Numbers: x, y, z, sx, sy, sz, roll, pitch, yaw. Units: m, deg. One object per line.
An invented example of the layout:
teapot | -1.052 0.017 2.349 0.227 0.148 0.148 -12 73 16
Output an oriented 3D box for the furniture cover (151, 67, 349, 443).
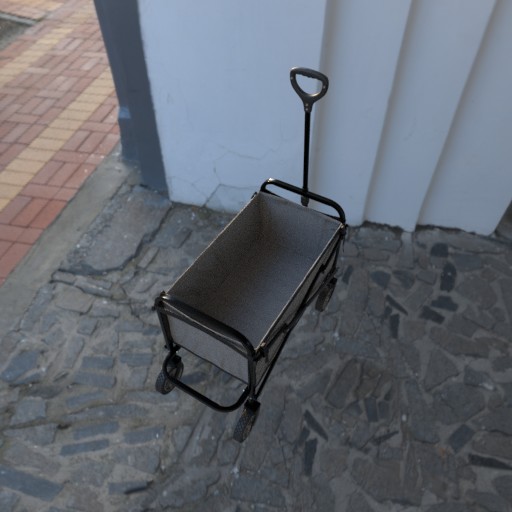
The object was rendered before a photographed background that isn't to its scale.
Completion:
furniture cover | 0.000 0.000 1.856 0.532 1.295 1.038 24 52 20
